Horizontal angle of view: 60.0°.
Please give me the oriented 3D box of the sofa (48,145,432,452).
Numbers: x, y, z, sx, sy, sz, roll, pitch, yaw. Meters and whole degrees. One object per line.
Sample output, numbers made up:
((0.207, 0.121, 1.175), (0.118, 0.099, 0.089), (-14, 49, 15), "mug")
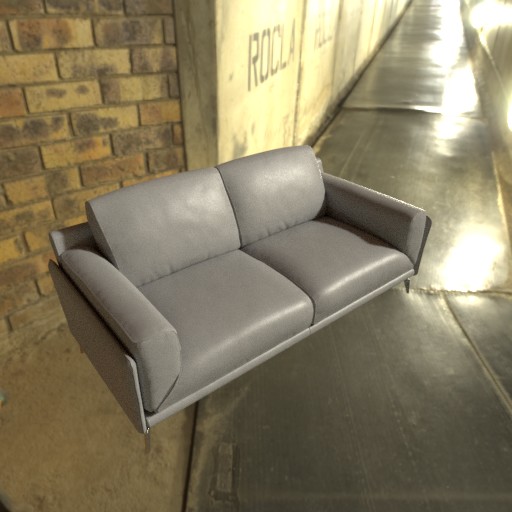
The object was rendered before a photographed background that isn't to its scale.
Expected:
((0.000, 0.000, 2.671), (2.101, 0.930, 1.049), (-22, 37, -33), "sofa")
